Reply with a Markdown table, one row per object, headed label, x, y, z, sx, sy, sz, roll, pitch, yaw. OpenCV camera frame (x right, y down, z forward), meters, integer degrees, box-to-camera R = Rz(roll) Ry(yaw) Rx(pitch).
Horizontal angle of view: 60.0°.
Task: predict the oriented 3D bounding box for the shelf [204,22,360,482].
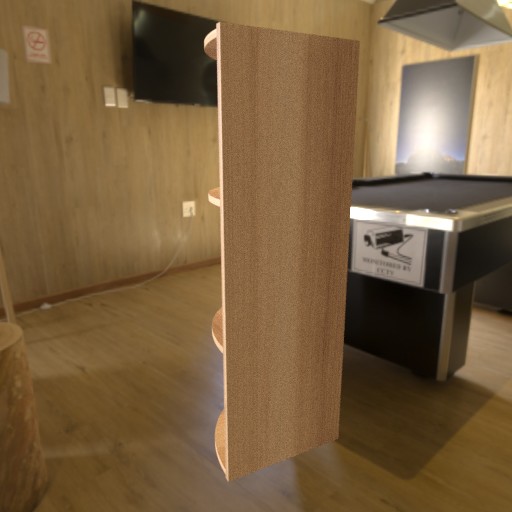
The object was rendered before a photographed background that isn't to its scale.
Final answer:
| label | x | y | z | sx | sy | sz | roll | pitch | yaw |
| --- | --- | --- | --- | --- | --- | --- | --- | --- | --- |
| shelf | 0.000 | 0.000 | 1.005 | 0.290 | 0.872 | 0.290 | -8 | 17 | -28 |
